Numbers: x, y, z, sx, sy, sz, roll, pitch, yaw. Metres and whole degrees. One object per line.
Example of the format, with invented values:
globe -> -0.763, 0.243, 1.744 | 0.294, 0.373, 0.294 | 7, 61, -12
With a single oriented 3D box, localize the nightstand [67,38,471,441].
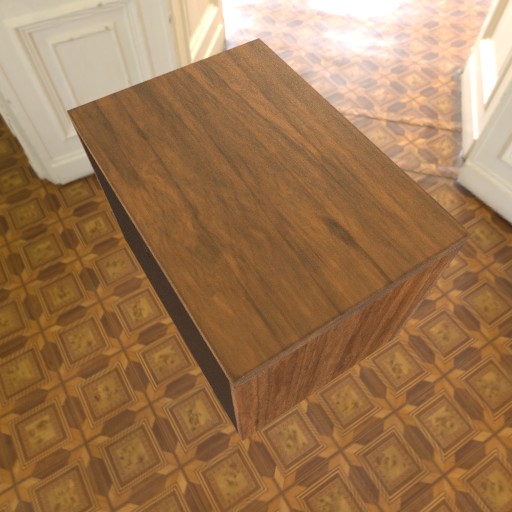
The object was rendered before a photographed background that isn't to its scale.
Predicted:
nightstand -> 0.000, 0.000, 1.025 | 0.458, 0.610, 0.610 | -29, 62, -16
